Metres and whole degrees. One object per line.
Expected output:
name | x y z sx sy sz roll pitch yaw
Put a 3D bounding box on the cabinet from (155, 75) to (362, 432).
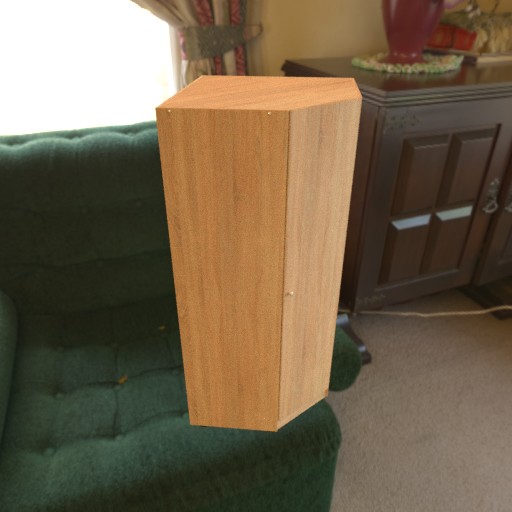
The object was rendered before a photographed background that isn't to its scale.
cabinet | 0.000 0.000 2.943 1.327 2.120 1.094 -22 37 -32
